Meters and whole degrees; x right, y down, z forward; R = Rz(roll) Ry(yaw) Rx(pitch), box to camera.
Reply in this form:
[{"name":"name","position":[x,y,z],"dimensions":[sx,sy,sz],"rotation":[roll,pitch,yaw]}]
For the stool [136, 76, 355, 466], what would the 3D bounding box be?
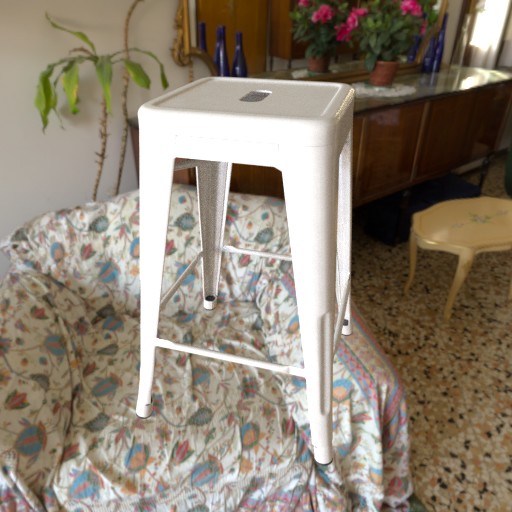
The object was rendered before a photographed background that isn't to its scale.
[{"name":"stool","position":[0.000,0.000,0.870],"dimensions":[0.406,0.610,0.406],"rotation":[9,32,14]}]
